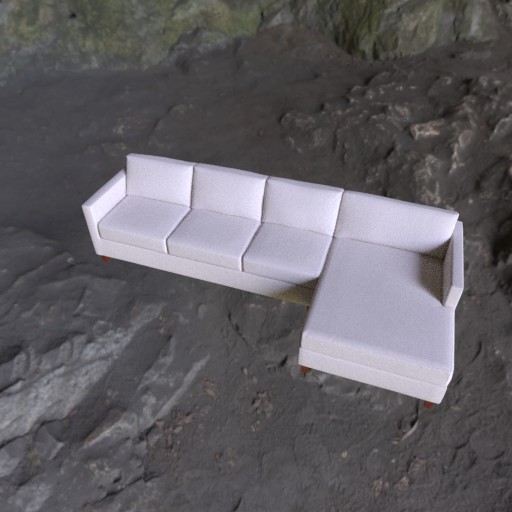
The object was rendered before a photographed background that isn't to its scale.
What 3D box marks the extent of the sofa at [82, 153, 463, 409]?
[{"bbox_3d":[0.000,0.000,4.078,3.471,0.954,1.599,13,42,14],"label":"sofa"}]
